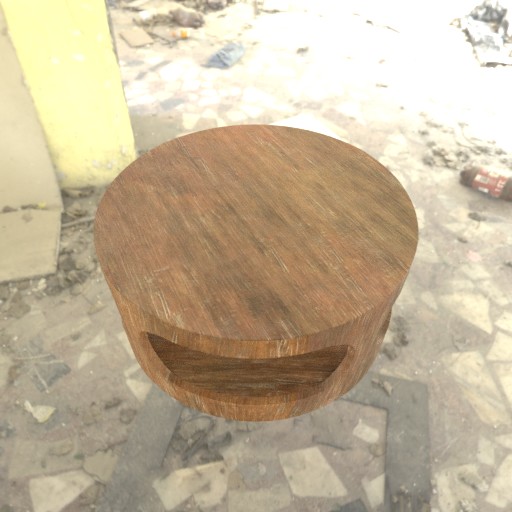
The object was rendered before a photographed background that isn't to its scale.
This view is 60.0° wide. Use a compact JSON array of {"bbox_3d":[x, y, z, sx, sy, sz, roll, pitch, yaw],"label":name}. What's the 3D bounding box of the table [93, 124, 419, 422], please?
[{"bbox_3d":[0.000,0.000,1.531,0.974,0.450,0.974,0,46,0],"label":"table"}]
